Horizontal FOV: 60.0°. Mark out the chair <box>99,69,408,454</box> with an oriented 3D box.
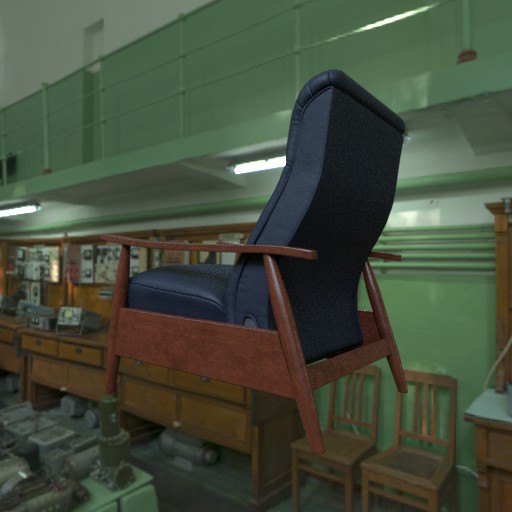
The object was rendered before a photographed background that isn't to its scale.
[{"bbox_3d":[0.000,0.000,1.775,1.014,1.082,0.762,-1,-1,37],"label":"chair"}]
